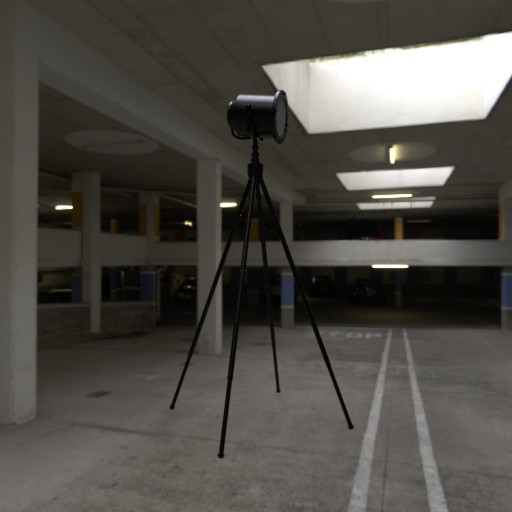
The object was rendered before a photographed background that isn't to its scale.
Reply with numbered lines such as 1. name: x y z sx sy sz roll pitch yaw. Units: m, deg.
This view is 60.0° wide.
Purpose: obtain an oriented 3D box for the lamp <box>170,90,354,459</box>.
1. lamp: 0.000 0.000 2.051 0.884 1.504 0.879 0 -1 17
